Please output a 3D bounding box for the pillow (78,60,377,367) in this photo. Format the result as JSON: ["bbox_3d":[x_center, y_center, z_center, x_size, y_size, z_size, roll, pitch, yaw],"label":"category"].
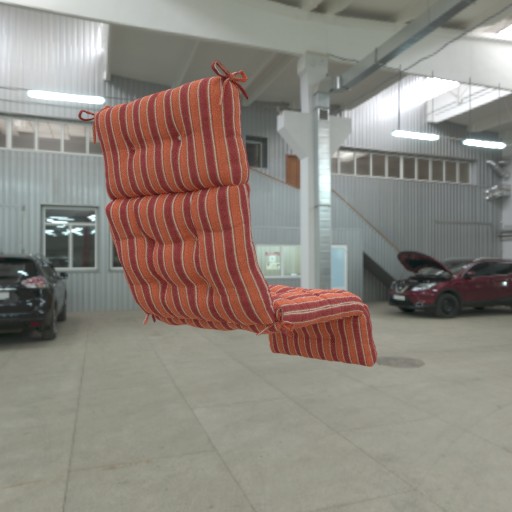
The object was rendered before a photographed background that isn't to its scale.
[{"bbox_3d":[0.000,0.000,1.495,0.526,0.863,1.016,0,0,35],"label":"pillow"}]
